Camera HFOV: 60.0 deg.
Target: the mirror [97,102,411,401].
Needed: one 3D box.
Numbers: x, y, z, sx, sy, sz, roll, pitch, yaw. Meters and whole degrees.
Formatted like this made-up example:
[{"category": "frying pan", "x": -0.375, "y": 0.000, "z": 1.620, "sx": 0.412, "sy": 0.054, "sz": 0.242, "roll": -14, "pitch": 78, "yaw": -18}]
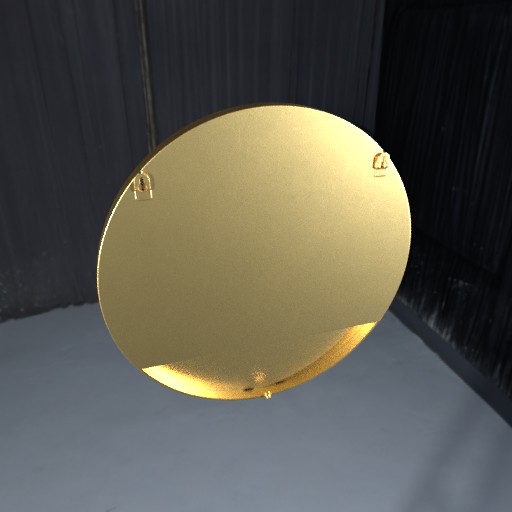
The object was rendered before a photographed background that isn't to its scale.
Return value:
[{"category": "mirror", "x": 0.000, "y": 0.000, "z": 0.677, "sx": 0.457, "sy": 0.457, "sz": 0.133, "roll": -8, "pitch": 28, "yaw": -16}]
